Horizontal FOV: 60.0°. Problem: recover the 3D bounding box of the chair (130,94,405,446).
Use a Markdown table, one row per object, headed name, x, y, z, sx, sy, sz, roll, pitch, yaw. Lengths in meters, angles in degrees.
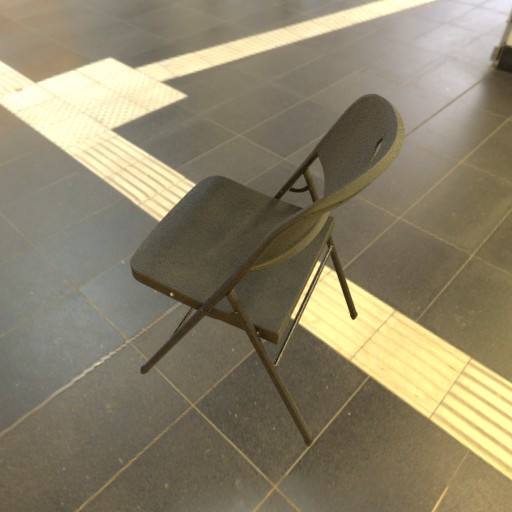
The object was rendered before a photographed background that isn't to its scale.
| name | x | y | z | sx | sy | sz | roll | pitch | yaw |
| --- | --- | --- | --- | --- | --- | --- | --- | --- | --- |
| chair | 0.000 | 0.000 | 1.150 | 0.566 | 0.810 | 0.494 | 18 | 48 | 17 |
